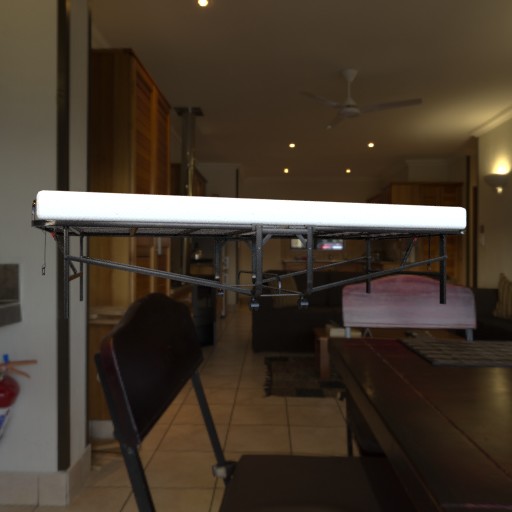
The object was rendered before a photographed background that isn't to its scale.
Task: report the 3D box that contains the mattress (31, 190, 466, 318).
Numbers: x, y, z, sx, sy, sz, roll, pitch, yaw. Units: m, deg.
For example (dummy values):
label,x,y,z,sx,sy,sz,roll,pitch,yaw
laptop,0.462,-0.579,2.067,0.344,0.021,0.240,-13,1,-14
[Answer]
label,x,y,z,sx,sy,sz,roll,pitch,yaw
mattress,0.000,0.000,2.474,2.153,0.519,0.922,0,0,-17
